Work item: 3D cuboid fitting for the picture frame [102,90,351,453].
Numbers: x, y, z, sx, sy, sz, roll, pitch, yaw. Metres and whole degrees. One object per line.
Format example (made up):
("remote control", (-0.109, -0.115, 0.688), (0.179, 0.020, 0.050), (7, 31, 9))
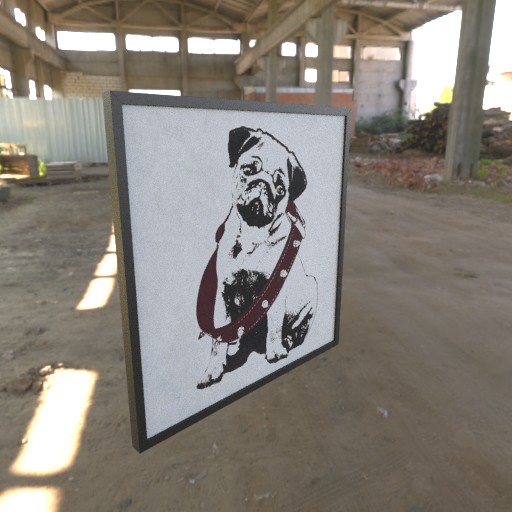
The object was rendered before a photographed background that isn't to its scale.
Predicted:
("picture frame", (0.000, 0.000, 1.177), (0.775, 0.775, 0.032), (-15, 21, -43))
